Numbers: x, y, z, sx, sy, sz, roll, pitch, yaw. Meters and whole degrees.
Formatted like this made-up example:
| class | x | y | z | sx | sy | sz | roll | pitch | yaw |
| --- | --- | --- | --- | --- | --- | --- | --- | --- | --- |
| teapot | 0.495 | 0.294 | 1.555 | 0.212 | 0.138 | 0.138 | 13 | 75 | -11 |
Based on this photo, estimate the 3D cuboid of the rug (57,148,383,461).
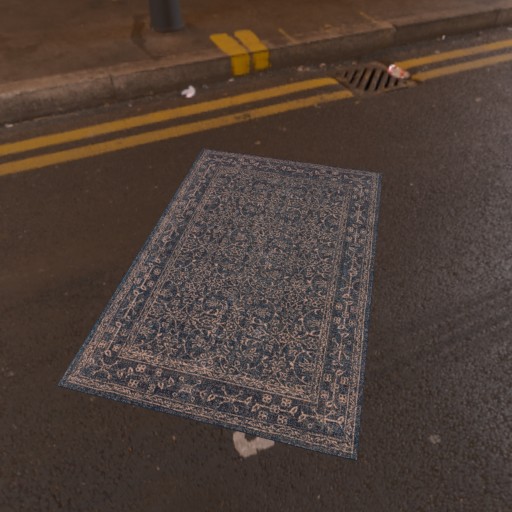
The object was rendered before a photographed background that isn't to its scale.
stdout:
| class | x | y | z | sx | sy | sz | roll | pitch | yaw |
| --- | --- | --- | --- | --- | --- | --- | --- | --- | --- |
| rug | 0.000 | 0.000 | 2.299 | 1.200 | 0.005 | 1.819 | 10 | 47 | 10 |
